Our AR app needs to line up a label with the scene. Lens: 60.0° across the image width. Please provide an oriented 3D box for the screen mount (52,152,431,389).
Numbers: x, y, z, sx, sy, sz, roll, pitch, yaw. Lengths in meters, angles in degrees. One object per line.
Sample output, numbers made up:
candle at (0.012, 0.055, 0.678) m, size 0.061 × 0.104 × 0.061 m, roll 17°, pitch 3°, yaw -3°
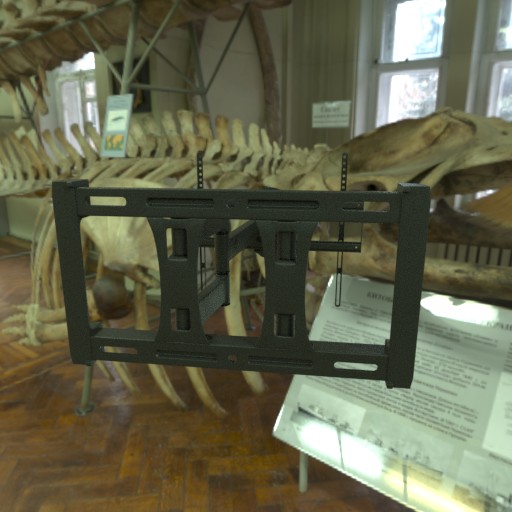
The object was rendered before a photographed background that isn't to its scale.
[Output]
screen mount at (0.000, 0.000, 0.958) m, size 0.571 × 0.424 × 0.556 m, roll 2°, pitch 15°, yaw 8°
